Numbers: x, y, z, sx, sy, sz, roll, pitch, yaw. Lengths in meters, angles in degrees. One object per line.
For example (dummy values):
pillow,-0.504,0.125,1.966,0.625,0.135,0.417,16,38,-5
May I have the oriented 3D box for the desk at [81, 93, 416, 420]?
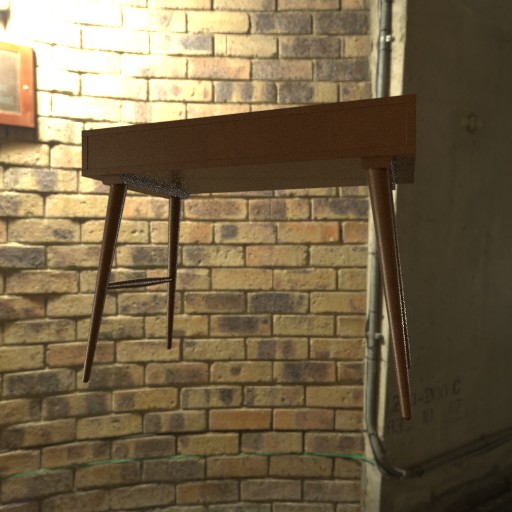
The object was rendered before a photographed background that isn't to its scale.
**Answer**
desk,0.000,0.000,1.410,0.949,0.758,0.510,0,0,19
